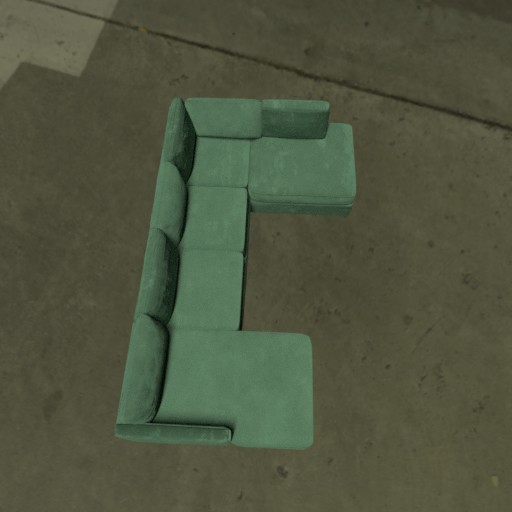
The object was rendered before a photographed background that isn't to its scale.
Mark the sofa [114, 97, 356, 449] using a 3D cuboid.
[{"bbox_3d":[0.000,0.000,4.340,2.055,0.992,3.434,2,64,1],"label":"sofa"}]
